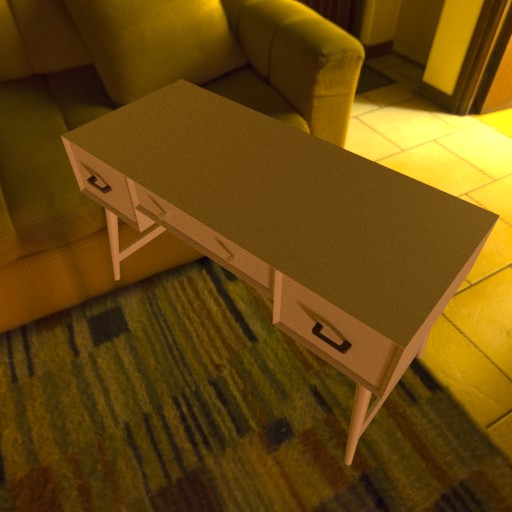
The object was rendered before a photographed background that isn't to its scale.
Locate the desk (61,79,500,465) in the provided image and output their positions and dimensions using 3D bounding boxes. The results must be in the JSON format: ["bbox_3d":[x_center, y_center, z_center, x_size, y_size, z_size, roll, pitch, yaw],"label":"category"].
[{"bbox_3d":[0.000,0.000,1.670,1.313,0.762,0.589,32,54,26],"label":"desk"}]
